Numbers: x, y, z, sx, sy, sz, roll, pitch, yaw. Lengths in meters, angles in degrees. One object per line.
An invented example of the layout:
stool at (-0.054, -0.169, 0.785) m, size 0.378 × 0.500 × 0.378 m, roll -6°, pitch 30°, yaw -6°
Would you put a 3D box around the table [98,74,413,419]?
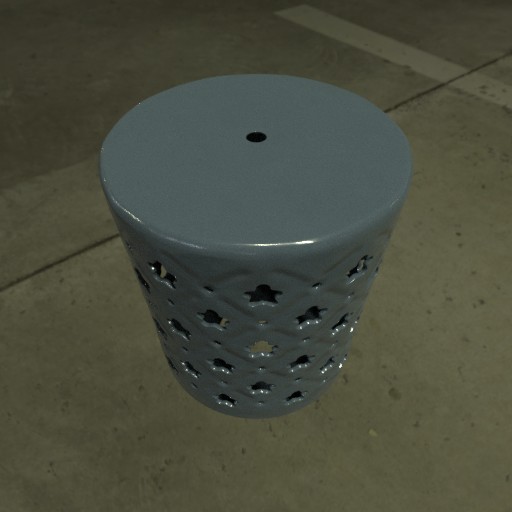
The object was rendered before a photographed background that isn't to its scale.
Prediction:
table at (0.000, 0.000, 0.636) m, size 0.352 × 0.387 × 0.352 m, roll 0°, pitch 46°, yaw 0°
